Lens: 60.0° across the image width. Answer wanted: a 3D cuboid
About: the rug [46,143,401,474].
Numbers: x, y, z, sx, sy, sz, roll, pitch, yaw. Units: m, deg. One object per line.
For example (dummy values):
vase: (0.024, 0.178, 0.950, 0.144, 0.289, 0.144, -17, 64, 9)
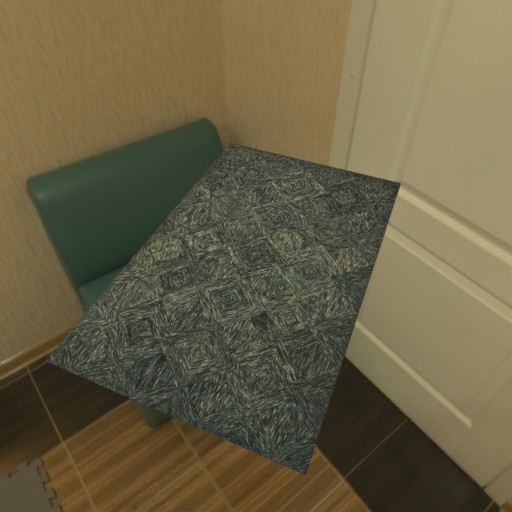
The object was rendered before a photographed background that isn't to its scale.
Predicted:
rug: (0.000, 0.000, 2.932, 1.478, 0.017, 2.330, 17, 49, 16)
